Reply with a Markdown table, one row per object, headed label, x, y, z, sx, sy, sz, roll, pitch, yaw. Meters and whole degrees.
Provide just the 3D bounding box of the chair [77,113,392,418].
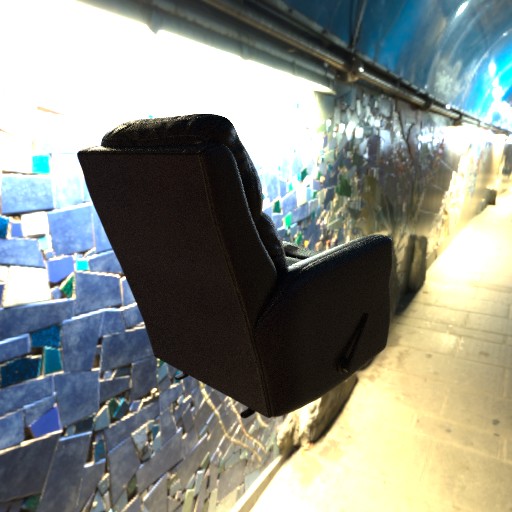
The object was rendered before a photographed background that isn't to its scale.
| label | x | y | z | sx | sy | sz | roll | pitch | yaw |
| --- | --- | --- | --- | --- | --- | --- | --- | --- | --- |
| chair | 0.000 | 0.000 | 1.773 | 0.829 | 1.030 | 1.080 | 12 | 18 | 42 |
